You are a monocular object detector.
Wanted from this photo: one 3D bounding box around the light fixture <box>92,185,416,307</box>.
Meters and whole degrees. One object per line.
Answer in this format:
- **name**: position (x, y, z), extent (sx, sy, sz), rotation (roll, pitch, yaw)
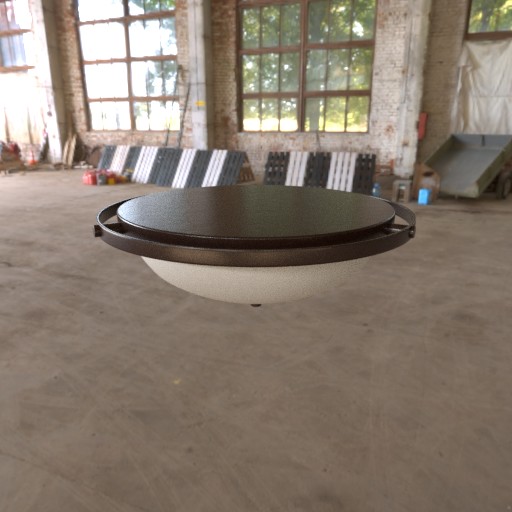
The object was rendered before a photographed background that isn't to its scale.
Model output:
- **light fixture**: position (0.000, 0.000, 0.546), extent (0.361, 0.130, 0.361), rotation (0, 17, 0)
